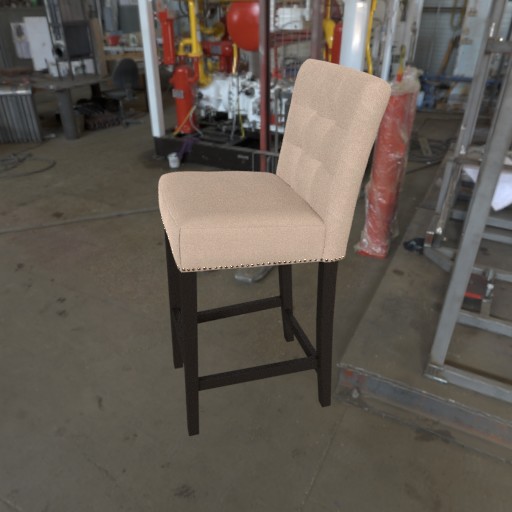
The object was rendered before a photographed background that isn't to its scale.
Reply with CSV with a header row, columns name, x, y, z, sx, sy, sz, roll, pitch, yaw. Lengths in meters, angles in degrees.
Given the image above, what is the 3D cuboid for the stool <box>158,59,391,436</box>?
name,x,y,z,sx,sy,sz,roll,pitch,yaw
stool,0.000,0.000,1.345,0.548,1.047,0.411,-9,32,-15
